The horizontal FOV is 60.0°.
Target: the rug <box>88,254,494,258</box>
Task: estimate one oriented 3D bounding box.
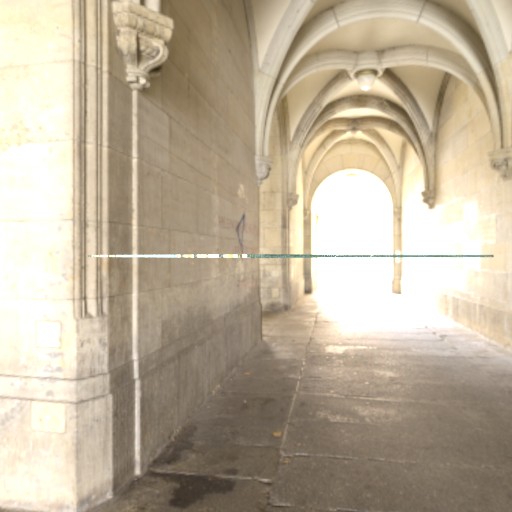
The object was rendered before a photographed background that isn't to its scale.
[{"bbox_3d":[0.000,0.000,2.286,1.212,0.010,1.811,0,0,-35],"label":"rug"}]
